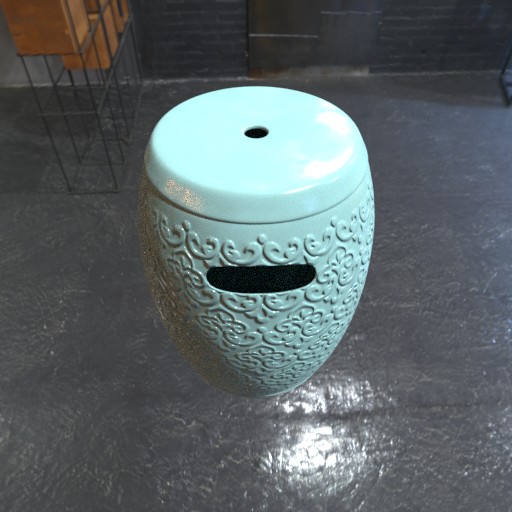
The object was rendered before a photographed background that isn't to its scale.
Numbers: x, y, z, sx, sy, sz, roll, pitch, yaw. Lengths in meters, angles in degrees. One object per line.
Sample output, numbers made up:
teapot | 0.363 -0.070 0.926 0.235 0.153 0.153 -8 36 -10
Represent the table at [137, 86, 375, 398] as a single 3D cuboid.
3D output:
table | 0.000 0.000 0.631 0.309 0.397 0.309 0 45 0
